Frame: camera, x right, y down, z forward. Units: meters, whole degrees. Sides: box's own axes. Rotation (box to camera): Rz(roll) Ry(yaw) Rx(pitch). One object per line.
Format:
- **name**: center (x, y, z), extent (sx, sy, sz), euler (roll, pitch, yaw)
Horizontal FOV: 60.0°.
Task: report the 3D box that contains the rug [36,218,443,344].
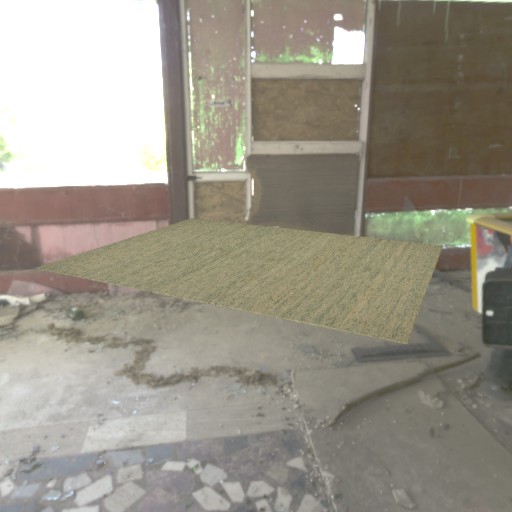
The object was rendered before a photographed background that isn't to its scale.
- **rug**: center (0.000, 0.000, 4.327), extent (3.201, 0.014, 2.437), euler (8, 18, 25)
